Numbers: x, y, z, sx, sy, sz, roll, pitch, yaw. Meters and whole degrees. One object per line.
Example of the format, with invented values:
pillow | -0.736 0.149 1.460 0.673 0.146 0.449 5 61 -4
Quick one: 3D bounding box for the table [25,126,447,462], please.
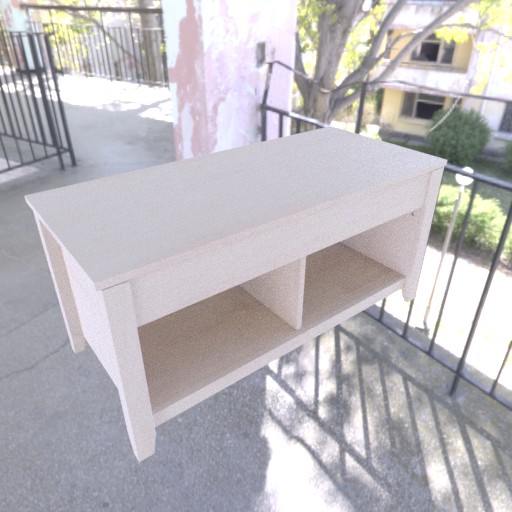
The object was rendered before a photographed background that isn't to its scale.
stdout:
table | 0.000 0.000 1.270 1.016 0.483 0.457 -21 37 -31
